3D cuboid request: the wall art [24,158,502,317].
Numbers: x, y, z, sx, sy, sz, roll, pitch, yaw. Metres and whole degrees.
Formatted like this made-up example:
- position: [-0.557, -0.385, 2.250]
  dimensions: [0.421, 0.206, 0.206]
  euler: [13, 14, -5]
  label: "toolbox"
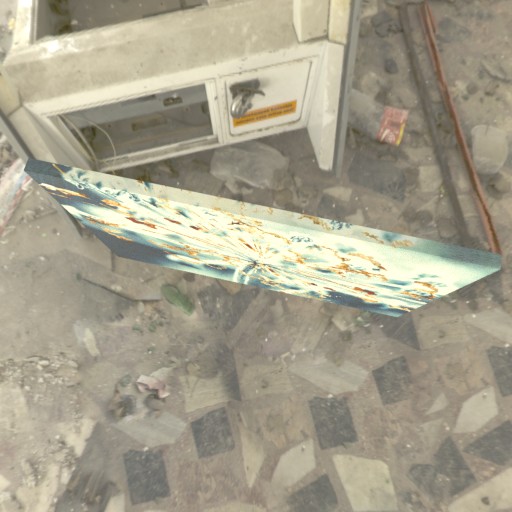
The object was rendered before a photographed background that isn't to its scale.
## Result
- position: [0.000, 0.000, 1.402]
  dimensions: [1.138, 0.759, 0.035]
  euler: [12, 74, 3]
  label: "wall art"
